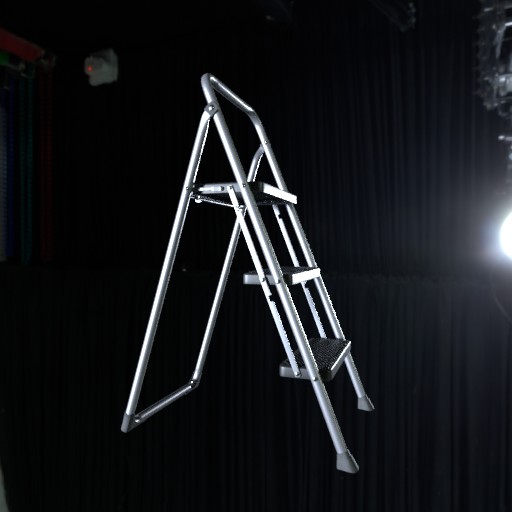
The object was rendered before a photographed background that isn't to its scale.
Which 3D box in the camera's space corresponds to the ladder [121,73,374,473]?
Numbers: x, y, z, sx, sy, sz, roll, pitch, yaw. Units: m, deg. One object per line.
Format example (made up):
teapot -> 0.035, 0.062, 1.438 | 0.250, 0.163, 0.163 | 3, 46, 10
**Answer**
ladder -> 0.000, 0.000, 1.271 | 0.629, 0.945, 0.430 | 0, 1, 20
